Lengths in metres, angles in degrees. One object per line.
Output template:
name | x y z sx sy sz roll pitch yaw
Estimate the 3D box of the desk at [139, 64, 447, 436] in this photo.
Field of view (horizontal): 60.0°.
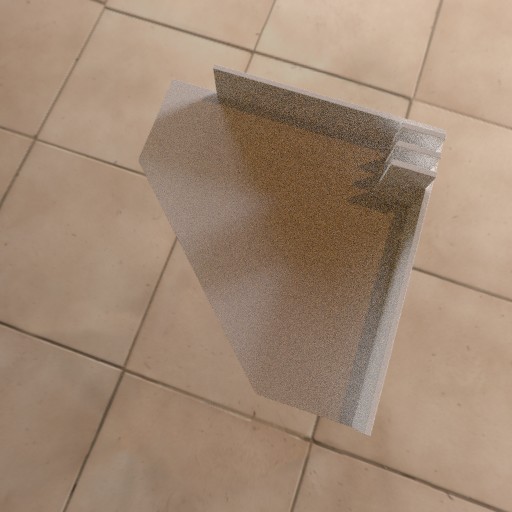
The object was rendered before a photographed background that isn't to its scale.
desk | 0.000 0.000 1.706 0.940 0.986 0.940 18 76 4
